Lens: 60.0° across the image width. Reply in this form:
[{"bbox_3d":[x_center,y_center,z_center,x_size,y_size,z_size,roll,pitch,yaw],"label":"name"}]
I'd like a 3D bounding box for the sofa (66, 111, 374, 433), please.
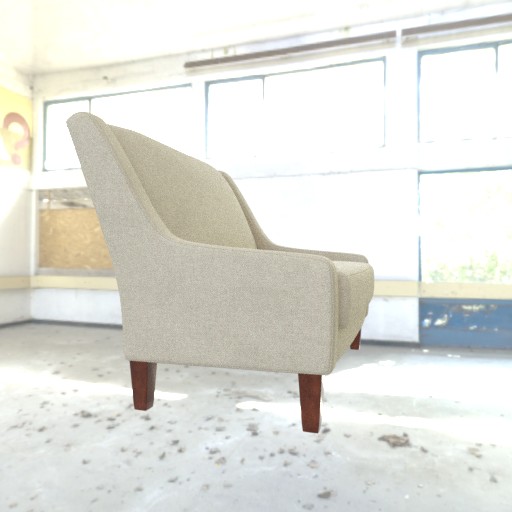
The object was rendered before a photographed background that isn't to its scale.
[{"bbox_3d":[0.000,0.000,1.893,0.946,0.976,1.212,0,0,19],"label":"sofa"}]
